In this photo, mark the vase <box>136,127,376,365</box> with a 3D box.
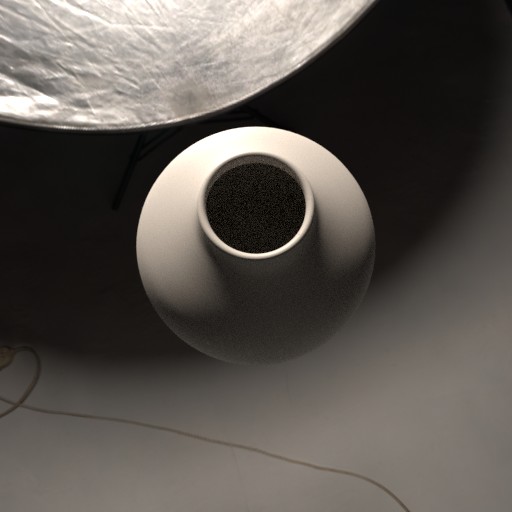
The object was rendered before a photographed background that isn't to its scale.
[{"bbox_3d":[0.000,0.000,0.353,0.169,0.237,0.169,0,76,0],"label":"vase"}]
